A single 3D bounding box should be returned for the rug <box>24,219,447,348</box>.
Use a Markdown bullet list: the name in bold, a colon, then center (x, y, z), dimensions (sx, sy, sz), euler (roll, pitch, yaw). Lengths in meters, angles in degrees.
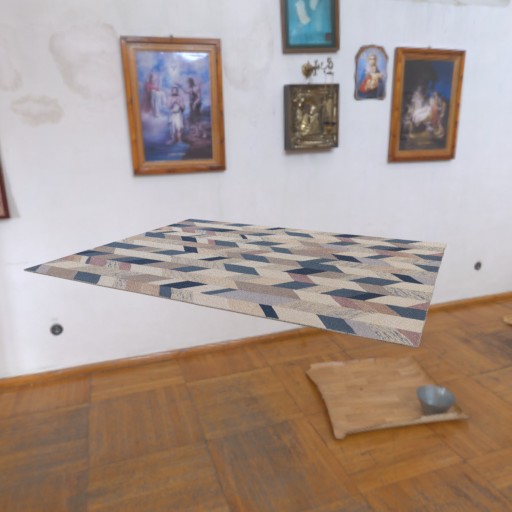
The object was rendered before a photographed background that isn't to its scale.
- **rug**: center (0.000, 0.000, 4.025), dimensions (3.072, 0.011, 2.451), euler (7, 17, 25)
